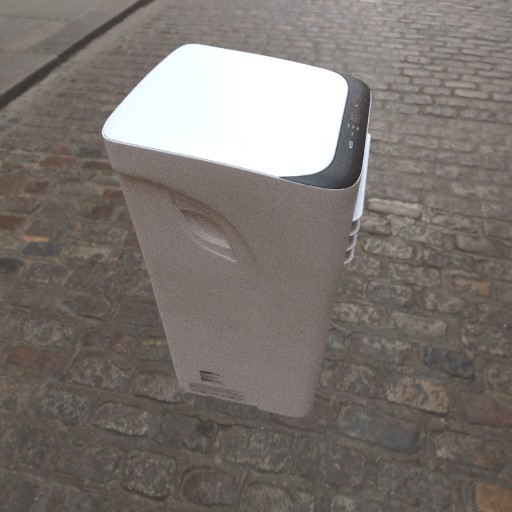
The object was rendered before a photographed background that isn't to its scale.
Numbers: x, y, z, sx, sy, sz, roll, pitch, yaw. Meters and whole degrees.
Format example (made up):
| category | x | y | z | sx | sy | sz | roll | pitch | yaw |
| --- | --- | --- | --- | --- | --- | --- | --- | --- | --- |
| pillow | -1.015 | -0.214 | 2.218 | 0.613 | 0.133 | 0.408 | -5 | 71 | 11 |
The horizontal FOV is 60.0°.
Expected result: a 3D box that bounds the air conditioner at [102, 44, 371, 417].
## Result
| category | x | y | z | sx | sy | sz | roll | pitch | yaw |
| --- | --- | --- | --- | --- | --- | --- | --- | --- | --- |
| air conditioner | 0.000 | 0.000 | 0.912 | 0.369 | 0.716 | 0.352 | 10 | 46 | 10 |
